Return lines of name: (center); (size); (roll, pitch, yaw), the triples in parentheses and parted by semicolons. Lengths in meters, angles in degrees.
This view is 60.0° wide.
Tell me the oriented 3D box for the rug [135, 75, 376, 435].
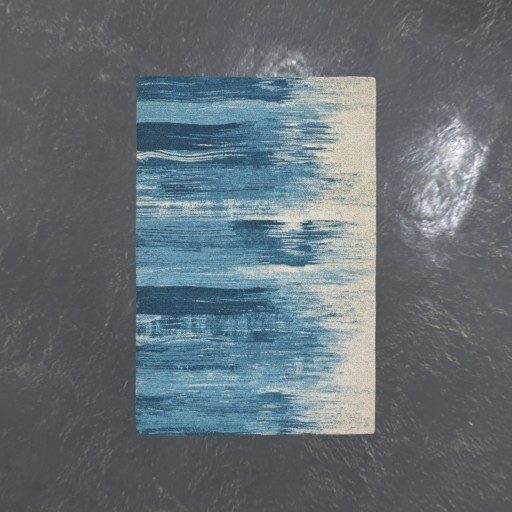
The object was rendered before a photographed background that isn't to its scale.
rug: (0.000, 0.000, 2.267); (1.232, 0.009, 1.836); (0, 90, -1)
